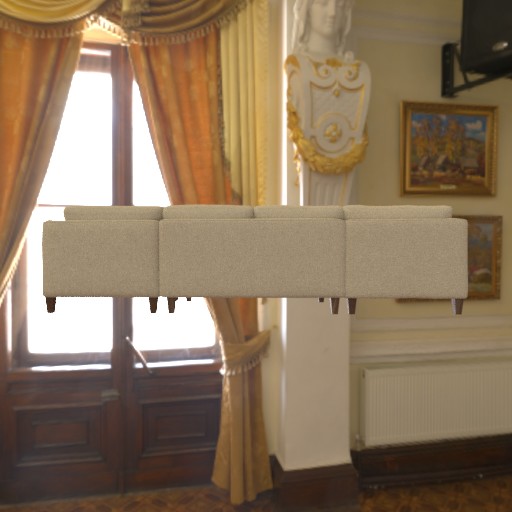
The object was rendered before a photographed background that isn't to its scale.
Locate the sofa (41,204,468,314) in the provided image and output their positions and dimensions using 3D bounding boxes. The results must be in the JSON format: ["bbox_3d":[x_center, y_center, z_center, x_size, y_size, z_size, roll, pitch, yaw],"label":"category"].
[{"bbox_3d":[0.000,0.000,4.562,3.238,0.853,2.551,0,1,1],"label":"sofa"}]
